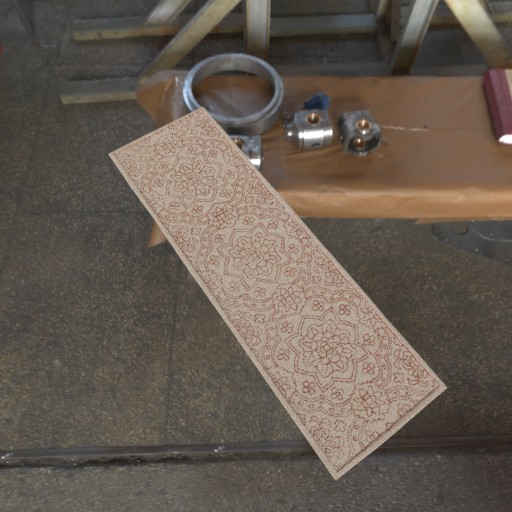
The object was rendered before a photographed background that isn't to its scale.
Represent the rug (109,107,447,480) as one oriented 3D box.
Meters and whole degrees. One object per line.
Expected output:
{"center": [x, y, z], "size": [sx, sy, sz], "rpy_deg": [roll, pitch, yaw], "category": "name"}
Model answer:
{"center": [0.000, 0.000, 2.692], "size": [0.769, 0.012, 2.448], "rpy_deg": [-32, 68, -15], "category": "rug"}
